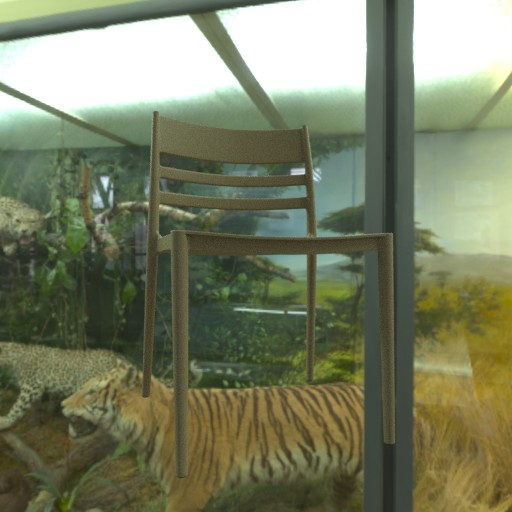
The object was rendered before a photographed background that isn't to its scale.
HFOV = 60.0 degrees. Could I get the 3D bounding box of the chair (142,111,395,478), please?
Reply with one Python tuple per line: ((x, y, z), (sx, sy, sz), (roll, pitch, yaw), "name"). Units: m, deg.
((0.000, 0.000, 1.111), (0.531, 0.800, 0.511), (0, 1, -18), "chair")
